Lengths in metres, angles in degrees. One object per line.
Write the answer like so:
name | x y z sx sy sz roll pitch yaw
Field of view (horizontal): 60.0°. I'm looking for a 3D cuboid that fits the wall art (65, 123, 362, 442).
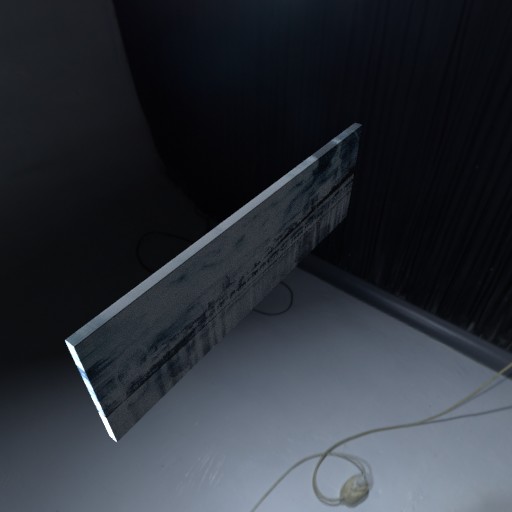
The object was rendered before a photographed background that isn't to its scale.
wall art | 0.000 0.000 1.717 0.037 0.509 1.524 27 49 27
